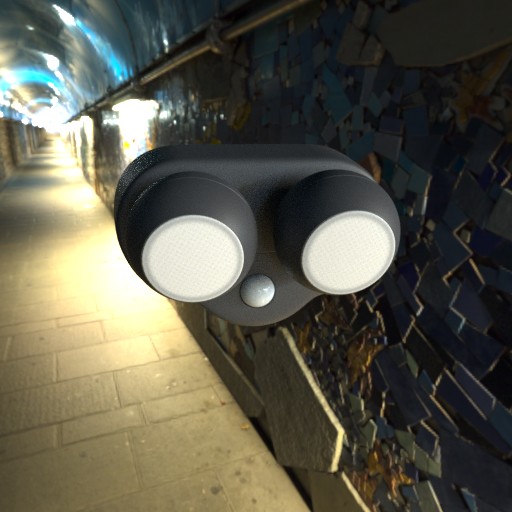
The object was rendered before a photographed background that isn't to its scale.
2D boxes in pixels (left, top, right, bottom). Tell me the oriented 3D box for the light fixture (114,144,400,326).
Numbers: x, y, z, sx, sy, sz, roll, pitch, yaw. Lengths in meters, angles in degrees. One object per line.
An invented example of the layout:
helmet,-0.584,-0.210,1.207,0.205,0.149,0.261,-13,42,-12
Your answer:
light fixture,0.000,0.000,0.337,0.229,0.159,0.159,-2,16,-8
